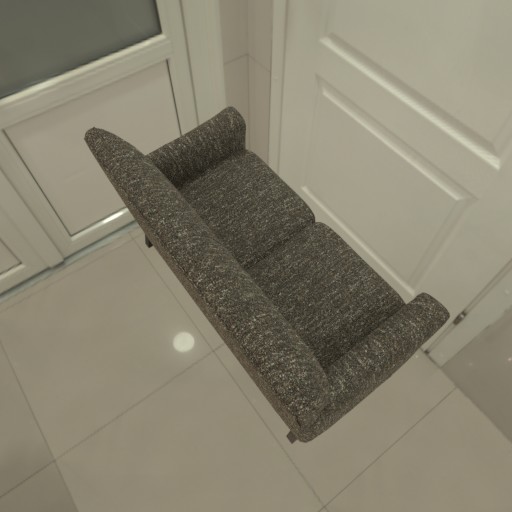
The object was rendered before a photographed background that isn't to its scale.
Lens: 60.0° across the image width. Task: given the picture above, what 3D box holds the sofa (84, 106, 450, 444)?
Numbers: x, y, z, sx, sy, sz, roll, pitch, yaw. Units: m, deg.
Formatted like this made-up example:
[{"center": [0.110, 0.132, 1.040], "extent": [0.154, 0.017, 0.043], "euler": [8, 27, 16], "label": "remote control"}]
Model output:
[{"center": [0.000, 0.000, 2.061], "extent": [0.801, 0.946, 1.519], "euler": [-32, 64, -18], "label": "sofa"}]
